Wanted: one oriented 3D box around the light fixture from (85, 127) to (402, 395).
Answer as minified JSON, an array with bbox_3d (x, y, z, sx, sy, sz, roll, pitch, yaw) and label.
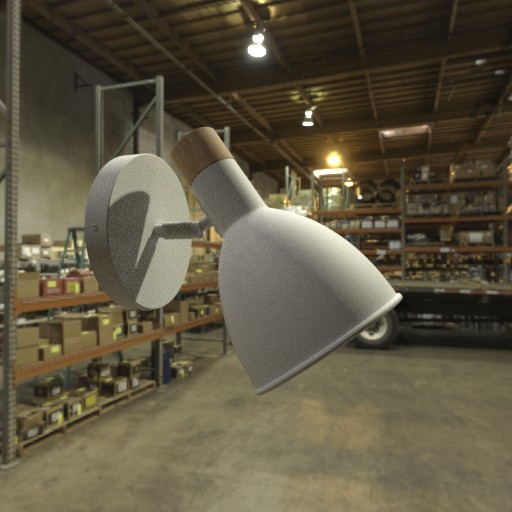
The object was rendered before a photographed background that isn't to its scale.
[{"bbox_3d":[0.000,0.000,0.333,0.209,0.199,0.127,0,-1,18],"label":"light fixture"}]
